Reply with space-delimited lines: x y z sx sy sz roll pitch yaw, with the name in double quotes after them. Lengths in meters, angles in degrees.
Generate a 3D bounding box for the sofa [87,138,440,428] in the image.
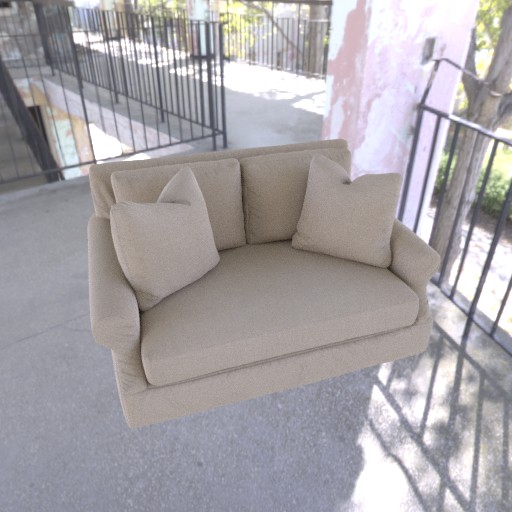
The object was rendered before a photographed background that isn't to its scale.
0.000 0.000 2.183 1.550 0.905 1.070 -10 33 -16 "sofa"
